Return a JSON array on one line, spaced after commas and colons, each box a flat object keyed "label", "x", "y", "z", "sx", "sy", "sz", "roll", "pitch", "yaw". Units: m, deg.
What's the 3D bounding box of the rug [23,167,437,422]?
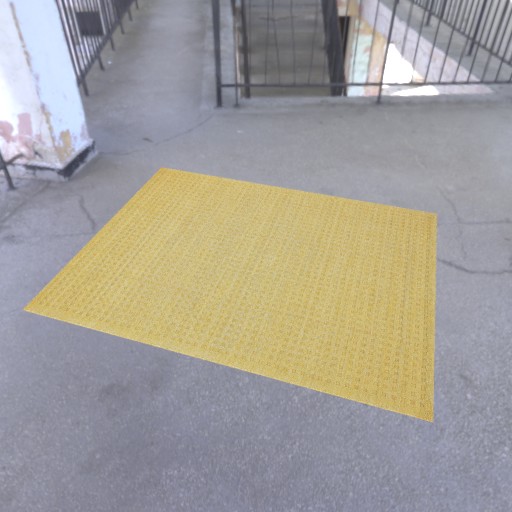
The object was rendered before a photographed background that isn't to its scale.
[{"label": "rug", "x": 0.000, "y": 0.000, "z": 4.190, "sx": 3.242, "sy": 0.015, "sz": 2.486, "roll": 12, "pitch": 42, "yaw": 13}]
